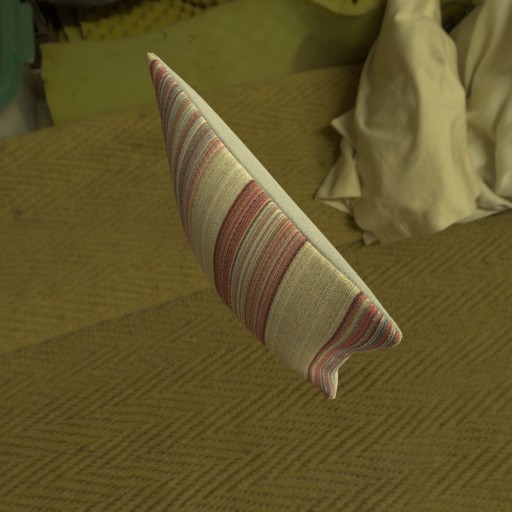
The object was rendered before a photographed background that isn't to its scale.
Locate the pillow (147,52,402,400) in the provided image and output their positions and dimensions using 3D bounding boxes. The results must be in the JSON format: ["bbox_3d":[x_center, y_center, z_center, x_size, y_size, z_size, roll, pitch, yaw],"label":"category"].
[{"bbox_3d":[0.000,0.000,0.640,0.136,0.419,0.437,-34,70,-14],"label":"pillow"}]
